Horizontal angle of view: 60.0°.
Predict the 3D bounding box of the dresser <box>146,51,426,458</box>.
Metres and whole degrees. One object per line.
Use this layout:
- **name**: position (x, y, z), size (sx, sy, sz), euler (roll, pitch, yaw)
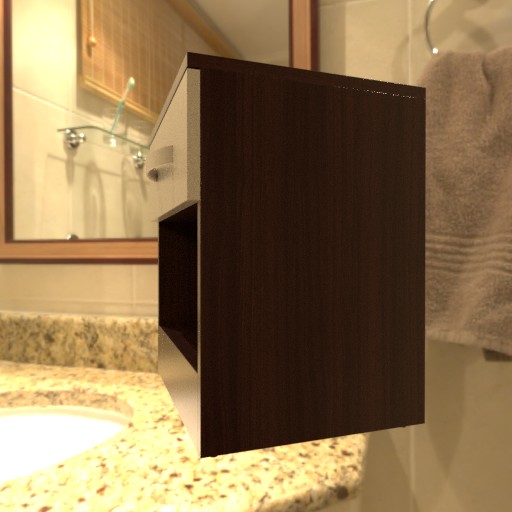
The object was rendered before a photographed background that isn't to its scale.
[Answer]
- **dresser**: position (0.000, 0.000, 0.746), size (0.360, 0.470, 0.400), euler (0, 1, -19)
